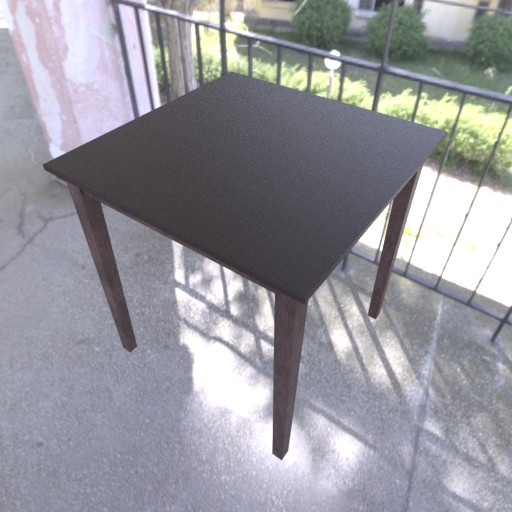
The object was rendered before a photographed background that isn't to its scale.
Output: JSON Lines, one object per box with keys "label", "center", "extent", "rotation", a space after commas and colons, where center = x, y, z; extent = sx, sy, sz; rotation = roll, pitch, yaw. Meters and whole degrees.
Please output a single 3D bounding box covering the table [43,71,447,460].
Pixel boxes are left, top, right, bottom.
{"label": "table", "center": [0.000, 0.000, 1.408], "extent": [0.749, 0.770, 0.749], "rotation": [26, 49, 25]}
